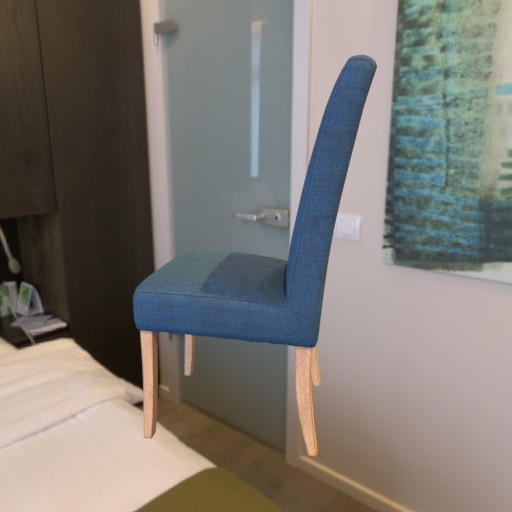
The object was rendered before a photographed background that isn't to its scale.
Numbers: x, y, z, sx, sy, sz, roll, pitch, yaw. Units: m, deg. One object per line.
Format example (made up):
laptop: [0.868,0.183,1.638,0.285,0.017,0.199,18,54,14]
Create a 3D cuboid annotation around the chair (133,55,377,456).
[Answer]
chair: [0.000,0.000,1.331,0.610,1.029,0.450,2,14,9]
